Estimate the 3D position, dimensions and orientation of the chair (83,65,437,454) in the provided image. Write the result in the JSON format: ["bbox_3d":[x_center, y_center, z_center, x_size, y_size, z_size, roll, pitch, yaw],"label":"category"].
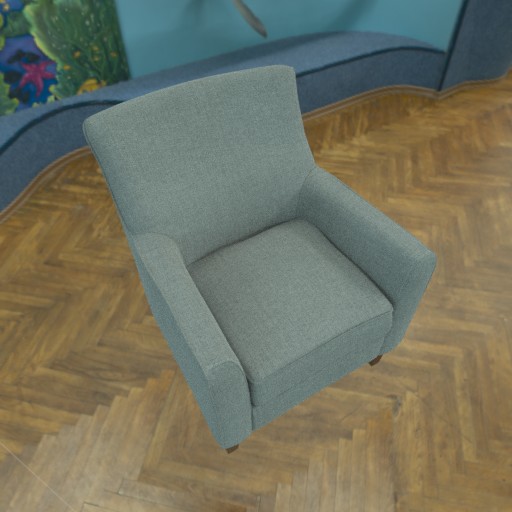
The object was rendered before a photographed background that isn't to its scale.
[{"bbox_3d":[0.000,0.000,1.752,0.887,1.047,0.993,-24,51,-21],"label":"chair"}]
